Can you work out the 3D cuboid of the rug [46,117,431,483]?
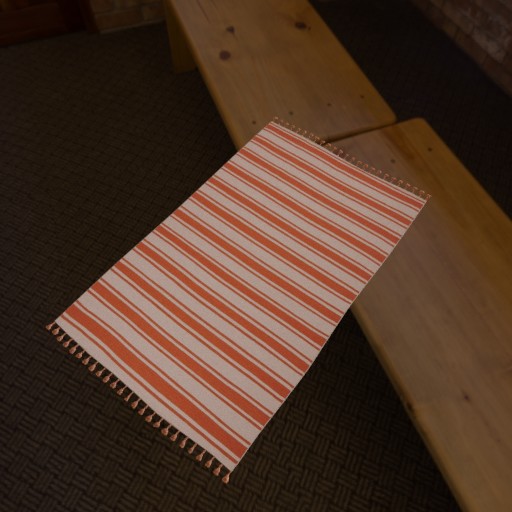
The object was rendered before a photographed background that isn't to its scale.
[{"bbox_3d":[0.000,0.000,2.588,1.232,0.017,2.092,33,63,19],"label":"rug"}]
